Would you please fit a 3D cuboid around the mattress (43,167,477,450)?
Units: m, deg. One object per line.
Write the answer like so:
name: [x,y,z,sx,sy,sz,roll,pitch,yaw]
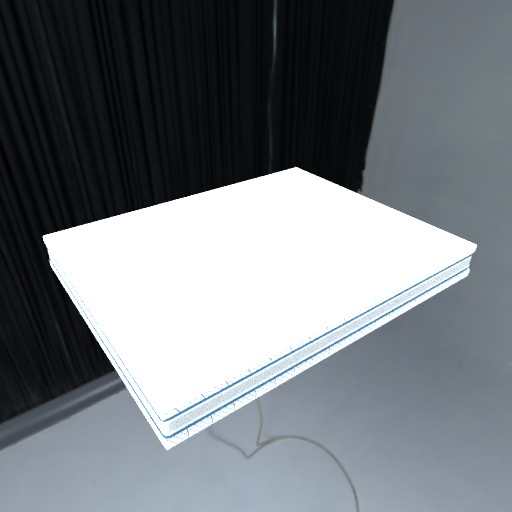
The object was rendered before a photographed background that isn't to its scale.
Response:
mattress: [0.000,0.000,2.658,2.000,0.230,1.600,-21,37,-30]
